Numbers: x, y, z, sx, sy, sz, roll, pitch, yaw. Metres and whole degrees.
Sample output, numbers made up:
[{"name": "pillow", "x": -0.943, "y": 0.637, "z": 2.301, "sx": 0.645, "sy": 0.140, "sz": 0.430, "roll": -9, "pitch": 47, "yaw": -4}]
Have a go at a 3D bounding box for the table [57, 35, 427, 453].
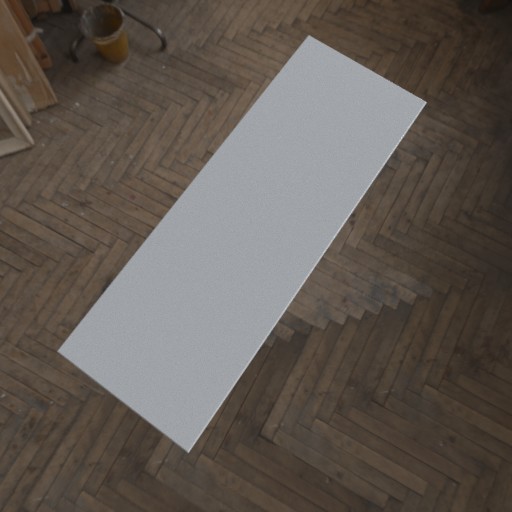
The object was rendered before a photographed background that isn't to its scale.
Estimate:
[{"name": "table", "x": 0.000, "y": 0.000, "z": 1.468, "sx": 0.381, "sy": 0.749, "sz": 1.067, "roll": 34, "pitch": 77, "yaw": 9}]
